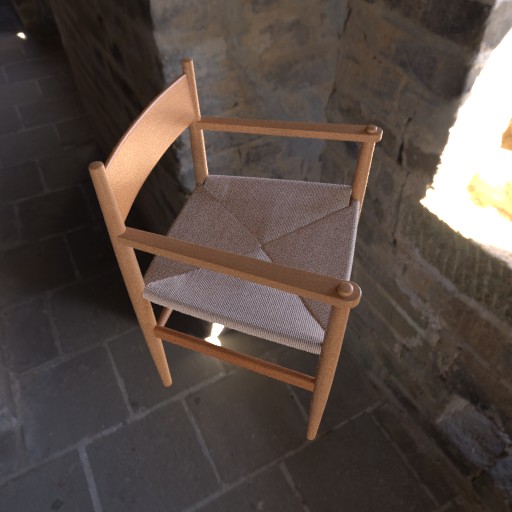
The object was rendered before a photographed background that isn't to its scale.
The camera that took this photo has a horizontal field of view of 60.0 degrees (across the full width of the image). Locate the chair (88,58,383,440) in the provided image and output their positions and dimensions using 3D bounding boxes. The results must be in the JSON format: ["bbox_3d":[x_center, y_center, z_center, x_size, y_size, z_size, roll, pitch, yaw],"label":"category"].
[{"bbox_3d":[0.000,0.000,1.118,0.495,0.762,0.556,11,48,10],"label":"chair"}]
